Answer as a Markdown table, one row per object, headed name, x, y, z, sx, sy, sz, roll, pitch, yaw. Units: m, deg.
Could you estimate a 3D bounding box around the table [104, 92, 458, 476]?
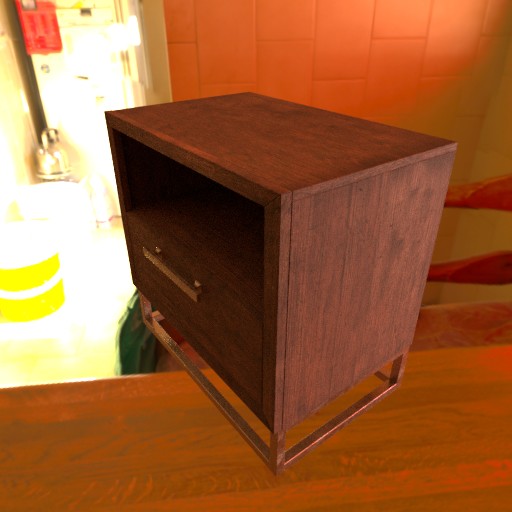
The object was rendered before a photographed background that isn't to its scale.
| name | x | y | z | sx | sy | sz | roll | pitch | yaw |
| --- | --- | --- | --- | --- | --- | --- | --- | --- | --- |
| table | 0.000 | 0.000 | 1.280 | 0.542 | 0.746 | 0.767 | -21 | 36 | -32 |
